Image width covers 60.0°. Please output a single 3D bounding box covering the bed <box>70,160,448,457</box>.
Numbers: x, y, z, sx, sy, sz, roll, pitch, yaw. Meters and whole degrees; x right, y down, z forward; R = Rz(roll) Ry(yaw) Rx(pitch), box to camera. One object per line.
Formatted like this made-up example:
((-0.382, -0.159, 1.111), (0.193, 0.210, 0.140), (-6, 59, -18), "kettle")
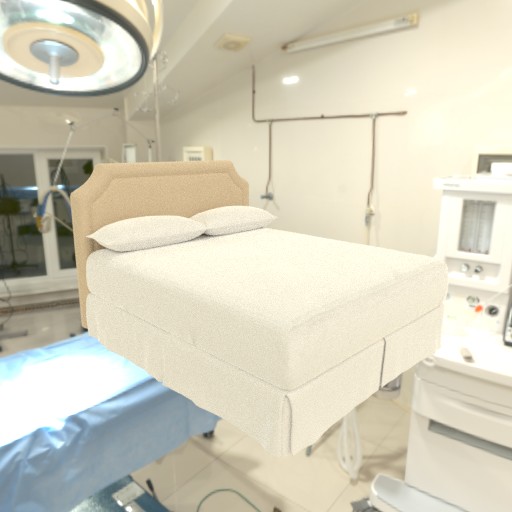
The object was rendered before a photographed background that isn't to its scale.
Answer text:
((0.000, 0.000, 3.789), (2.134, 1.524, 2.548), (-13, 19, -43), "bed")
